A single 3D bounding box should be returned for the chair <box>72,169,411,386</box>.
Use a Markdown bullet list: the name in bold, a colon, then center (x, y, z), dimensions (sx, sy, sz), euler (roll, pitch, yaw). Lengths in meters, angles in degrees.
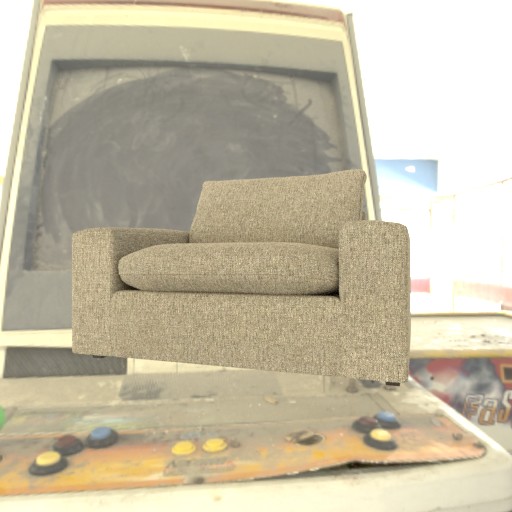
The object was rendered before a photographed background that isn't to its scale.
- **chair**: center (0.000, 0.000, 2.131), dimensions (1.398, 0.915, 1.039), euler (0, 0, 20)
